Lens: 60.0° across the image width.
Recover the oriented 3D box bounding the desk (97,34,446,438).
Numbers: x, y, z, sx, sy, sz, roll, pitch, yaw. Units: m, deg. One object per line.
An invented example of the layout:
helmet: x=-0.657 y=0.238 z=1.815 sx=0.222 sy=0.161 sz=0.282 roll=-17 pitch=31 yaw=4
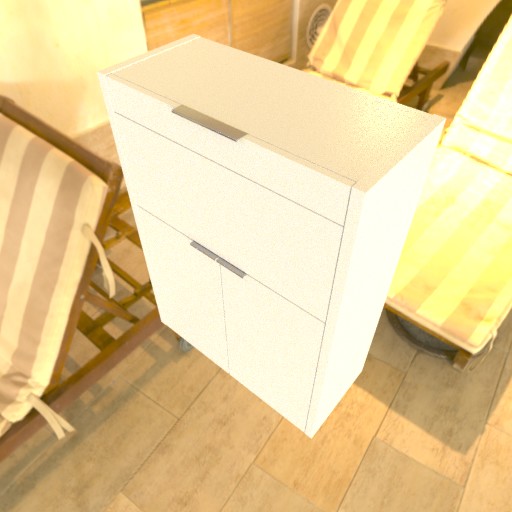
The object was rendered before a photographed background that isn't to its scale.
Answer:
desk: x=0.000 y=0.000 z=1.563 sx=0.850 sy=1.190 sz=0.390 roll=31 pitch=53 yaw=27
